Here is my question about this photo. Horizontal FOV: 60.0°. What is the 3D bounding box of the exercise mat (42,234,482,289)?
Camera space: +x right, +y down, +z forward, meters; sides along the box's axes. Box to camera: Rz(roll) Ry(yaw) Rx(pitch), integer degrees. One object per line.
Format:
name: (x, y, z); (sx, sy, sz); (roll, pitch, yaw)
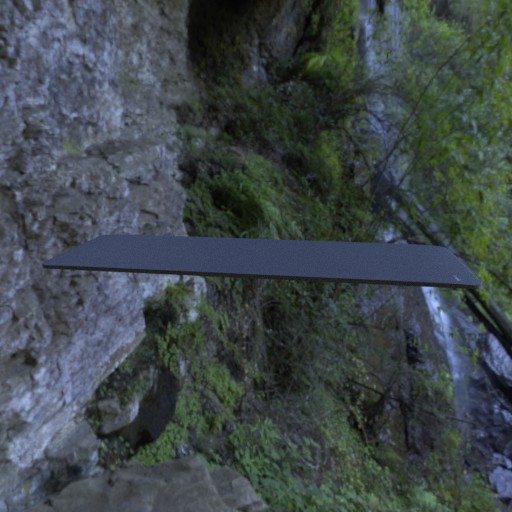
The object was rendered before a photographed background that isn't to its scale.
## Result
exercise mat: (0.000, 0.000, 2.120); (1.884, 0.021, 0.616); (2, 16, 8)
